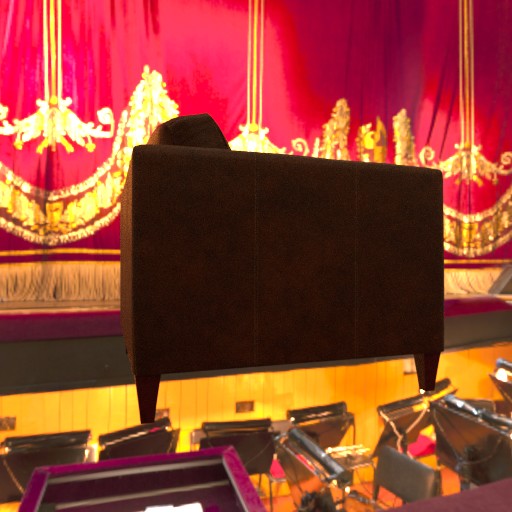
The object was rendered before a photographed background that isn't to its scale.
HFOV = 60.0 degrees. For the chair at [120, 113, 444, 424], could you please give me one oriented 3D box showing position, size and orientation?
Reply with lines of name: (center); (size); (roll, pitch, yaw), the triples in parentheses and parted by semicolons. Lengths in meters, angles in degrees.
chair: (0.000, 0.000, 1.707); (0.975, 0.864, 0.990); (0, -1, -19)
